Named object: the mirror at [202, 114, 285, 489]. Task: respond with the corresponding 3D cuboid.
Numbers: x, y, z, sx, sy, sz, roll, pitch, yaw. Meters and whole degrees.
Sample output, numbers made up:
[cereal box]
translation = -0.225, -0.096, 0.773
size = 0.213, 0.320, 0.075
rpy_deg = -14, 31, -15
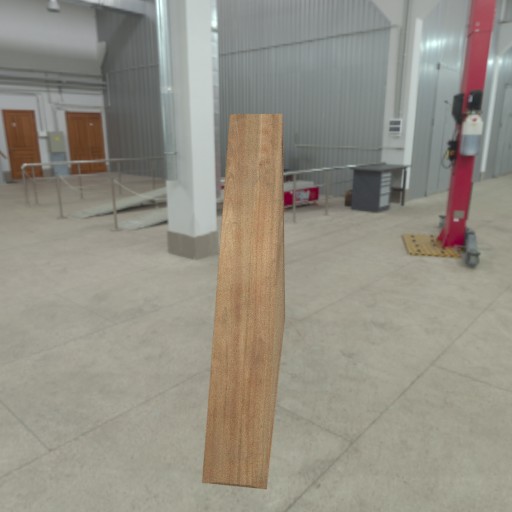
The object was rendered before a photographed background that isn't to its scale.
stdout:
[mirror]
translation = 0.000, 0.000, 0.898
size = 0.100, 0.548, 0.631
rpy_deg = 2, 16, 6
